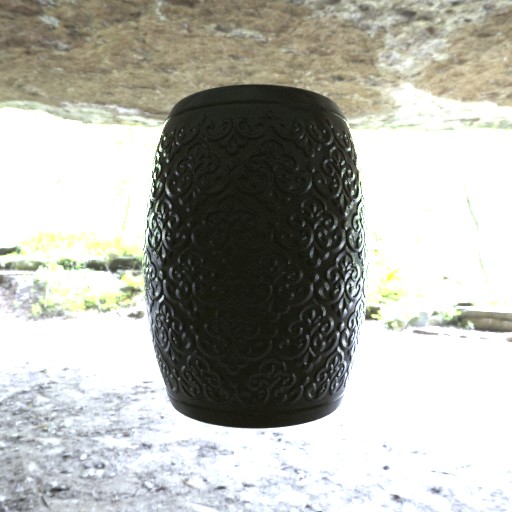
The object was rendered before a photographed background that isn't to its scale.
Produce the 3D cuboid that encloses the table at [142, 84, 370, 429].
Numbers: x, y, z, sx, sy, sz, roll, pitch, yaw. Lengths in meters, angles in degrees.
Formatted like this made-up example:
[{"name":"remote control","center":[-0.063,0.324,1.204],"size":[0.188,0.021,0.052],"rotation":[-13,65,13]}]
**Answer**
[{"name":"table","center":[0.000,0.000,0.619],"size":[0.309,0.397,0.309],"rotation":[0,0,0]}]
